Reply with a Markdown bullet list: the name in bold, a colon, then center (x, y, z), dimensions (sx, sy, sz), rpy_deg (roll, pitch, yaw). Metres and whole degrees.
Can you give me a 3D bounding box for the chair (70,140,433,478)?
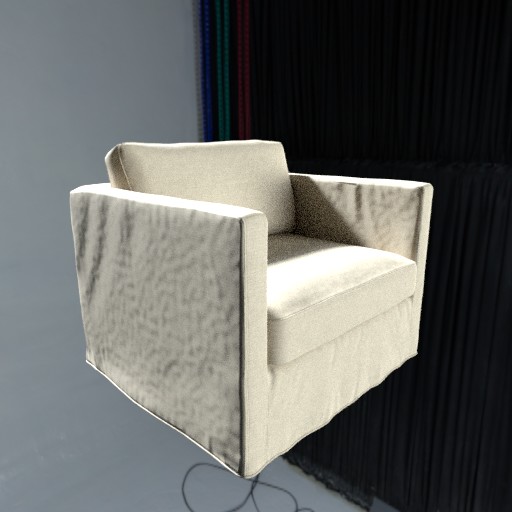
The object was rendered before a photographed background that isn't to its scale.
- **chair**: center (0.000, 0.000, 1.719), dimensions (0.949, 0.867, 1.057), rpy_deg (14, 20, 42)
